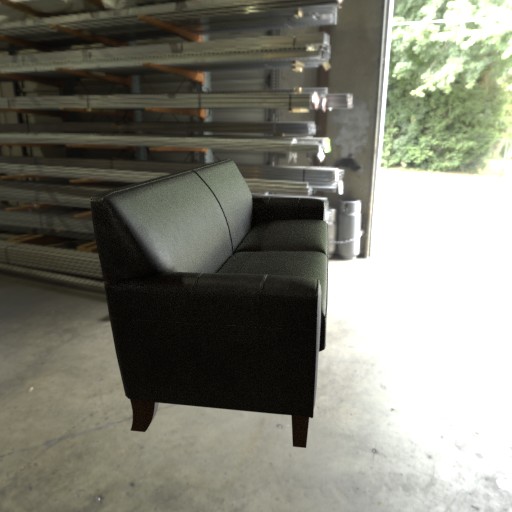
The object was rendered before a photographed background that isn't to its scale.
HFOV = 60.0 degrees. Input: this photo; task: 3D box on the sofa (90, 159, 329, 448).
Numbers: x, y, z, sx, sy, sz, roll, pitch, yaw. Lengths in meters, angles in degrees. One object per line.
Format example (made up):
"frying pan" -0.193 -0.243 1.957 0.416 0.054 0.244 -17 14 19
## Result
"sofa" 0.000 0.000 2.495 0.805 0.947 2.053 2 16 9
